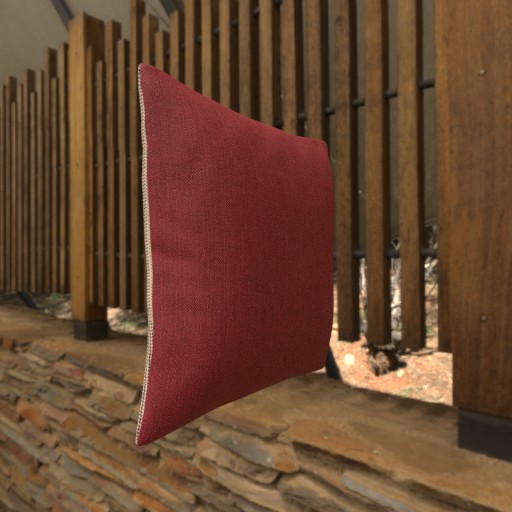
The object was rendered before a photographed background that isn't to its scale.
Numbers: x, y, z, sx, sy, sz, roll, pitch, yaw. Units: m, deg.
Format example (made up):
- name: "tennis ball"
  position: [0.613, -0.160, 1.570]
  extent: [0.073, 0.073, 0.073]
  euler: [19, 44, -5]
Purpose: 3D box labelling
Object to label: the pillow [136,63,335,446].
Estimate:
- name: "pillow"
  position: [0.000, 0.000, 0.776]
  extent: [0.166, 0.497, 0.513]
  euler: [0, 0, 37]
